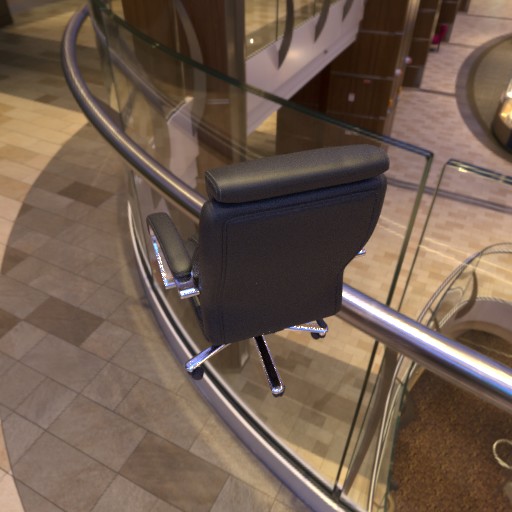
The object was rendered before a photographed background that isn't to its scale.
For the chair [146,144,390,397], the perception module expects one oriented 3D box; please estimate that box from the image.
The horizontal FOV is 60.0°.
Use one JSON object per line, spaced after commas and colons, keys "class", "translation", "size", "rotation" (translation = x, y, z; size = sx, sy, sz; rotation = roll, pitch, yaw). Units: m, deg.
{"class": "chair", "translation": [0.000, 0.000, 1.735], "size": [0.755, 1.183, 0.790], "rotation": [-13, 42, -14]}
